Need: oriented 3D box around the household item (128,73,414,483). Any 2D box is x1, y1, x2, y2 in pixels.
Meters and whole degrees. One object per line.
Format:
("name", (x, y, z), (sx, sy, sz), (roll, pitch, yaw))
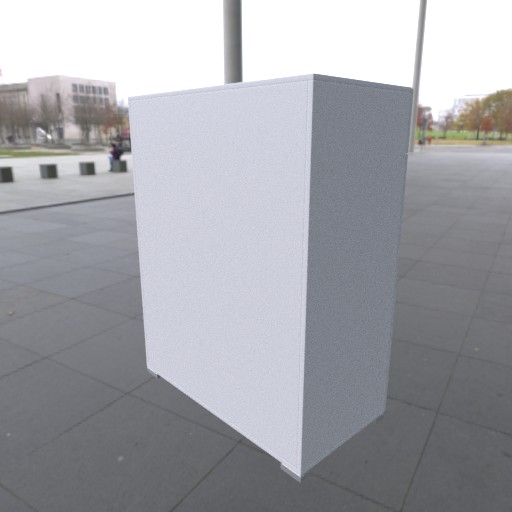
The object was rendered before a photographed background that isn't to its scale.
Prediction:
("household item", (0.000, 0.000, 1.455), (0.420, 1.010, 0.790), (-14, 20, -41))
